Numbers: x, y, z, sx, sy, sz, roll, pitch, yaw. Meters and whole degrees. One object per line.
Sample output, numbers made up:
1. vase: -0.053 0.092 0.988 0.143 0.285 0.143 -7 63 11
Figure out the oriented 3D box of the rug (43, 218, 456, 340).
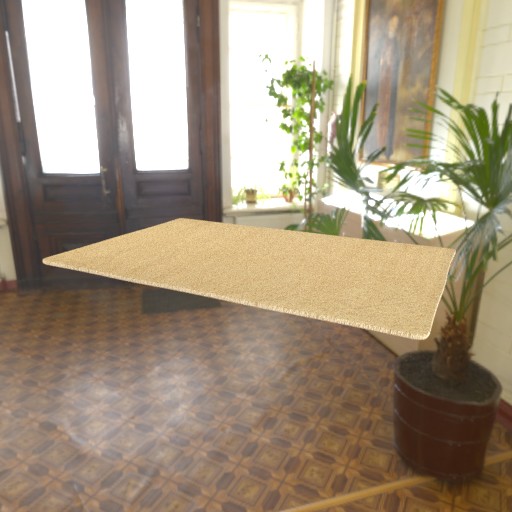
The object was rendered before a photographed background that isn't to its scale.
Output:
1. rug: 0.000 0.000 2.956 2.349 0.026 1.500 8 18 26
